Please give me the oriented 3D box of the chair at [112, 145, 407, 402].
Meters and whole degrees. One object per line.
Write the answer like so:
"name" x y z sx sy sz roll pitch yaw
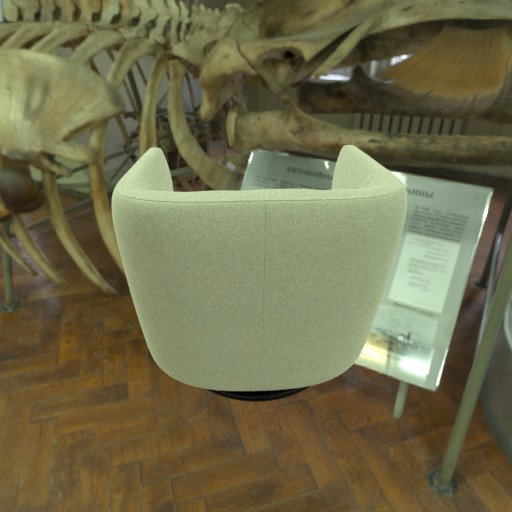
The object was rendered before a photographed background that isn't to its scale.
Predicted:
"chair" 0.000 0.000 1.609 0.822 0.861 0.986 -1 30 -2
